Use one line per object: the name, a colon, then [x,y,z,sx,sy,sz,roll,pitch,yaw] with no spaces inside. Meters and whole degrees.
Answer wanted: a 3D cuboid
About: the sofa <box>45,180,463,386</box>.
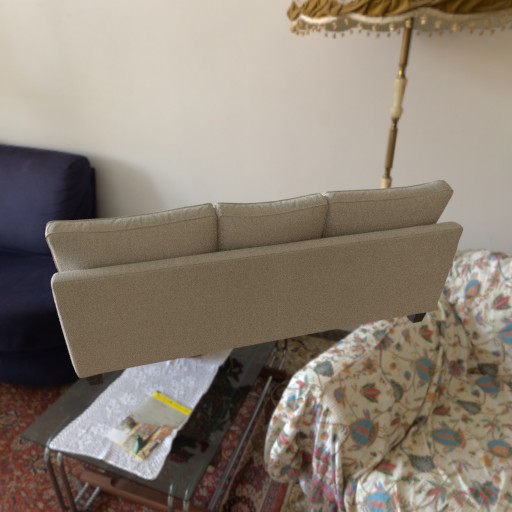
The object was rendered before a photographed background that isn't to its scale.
sofa: [0.000,0.000,2.891,2.323,0.991,1.016,-8,28,-15]
